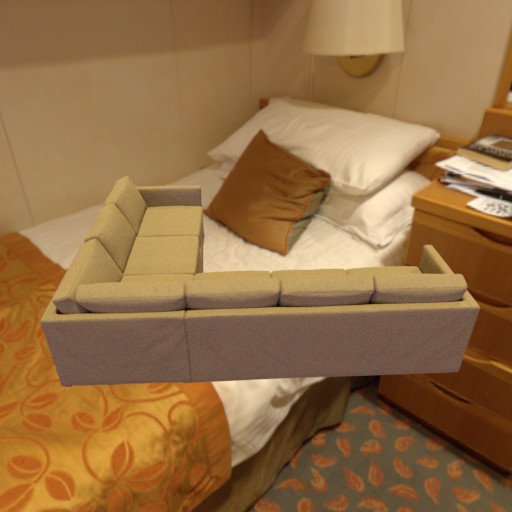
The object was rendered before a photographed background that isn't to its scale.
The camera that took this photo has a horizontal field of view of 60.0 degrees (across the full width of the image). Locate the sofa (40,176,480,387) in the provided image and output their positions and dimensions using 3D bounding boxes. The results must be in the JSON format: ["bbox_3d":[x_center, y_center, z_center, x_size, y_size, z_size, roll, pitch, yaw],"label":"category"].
[{"bbox_3d":[0.000,0.000,4.320,3.182,0.871,2.432,-2,32,-3],"label":"sofa"}]
